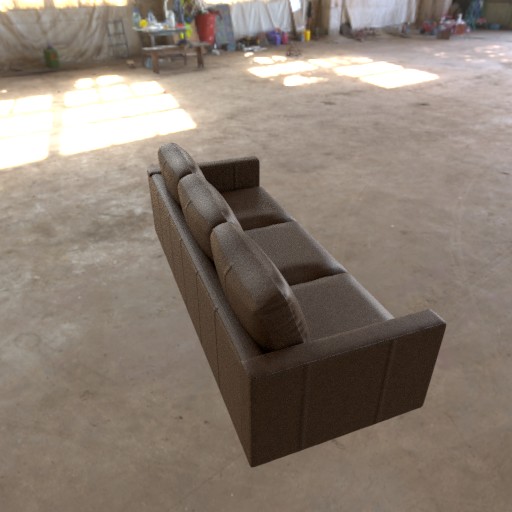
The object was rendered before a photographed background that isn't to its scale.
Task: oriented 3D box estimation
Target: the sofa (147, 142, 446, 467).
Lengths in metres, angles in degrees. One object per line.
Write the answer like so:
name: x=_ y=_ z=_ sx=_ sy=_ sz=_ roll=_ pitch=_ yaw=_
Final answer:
sofa: x=0.000 y=0.000 z=2.697 sx=0.903 sy=0.930 sz=2.231 roll=-11 pitch=33 yaw=-18
